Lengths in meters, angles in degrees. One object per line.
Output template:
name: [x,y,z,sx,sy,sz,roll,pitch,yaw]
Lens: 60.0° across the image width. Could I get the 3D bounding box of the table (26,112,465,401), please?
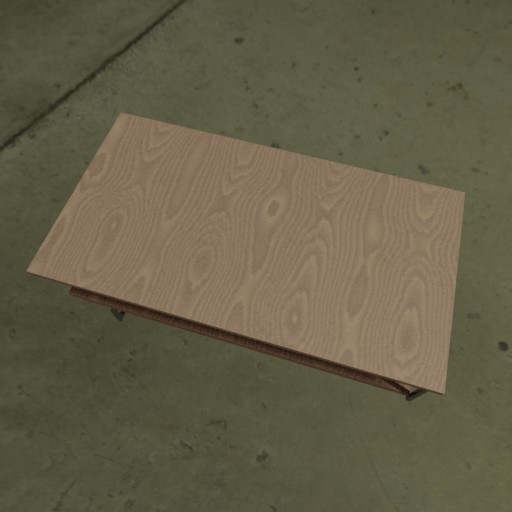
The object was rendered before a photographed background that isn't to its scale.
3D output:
table: [0.000,0.000,1.502,1.197,0.347,0.651,15,64,8]
